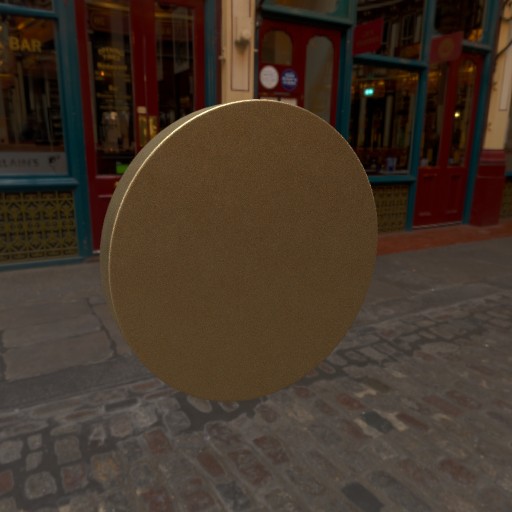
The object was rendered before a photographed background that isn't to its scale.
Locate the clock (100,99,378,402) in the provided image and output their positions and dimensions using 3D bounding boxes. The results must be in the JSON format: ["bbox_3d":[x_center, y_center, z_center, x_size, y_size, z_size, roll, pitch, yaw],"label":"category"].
[{"bbox_3d":[0.000,0.000,0.473,0.314,0.314,0.040,-8,15,-29],"label":"clock"}]
